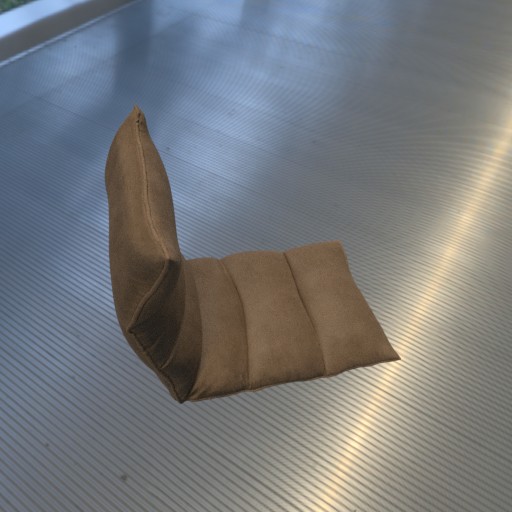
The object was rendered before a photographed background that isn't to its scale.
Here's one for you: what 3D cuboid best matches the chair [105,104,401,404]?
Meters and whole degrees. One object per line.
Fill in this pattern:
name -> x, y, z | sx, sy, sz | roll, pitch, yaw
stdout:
chair -> 0.000, 0.000, 1.613 | 0.985, 0.892, 0.714 | -9, 49, -8
